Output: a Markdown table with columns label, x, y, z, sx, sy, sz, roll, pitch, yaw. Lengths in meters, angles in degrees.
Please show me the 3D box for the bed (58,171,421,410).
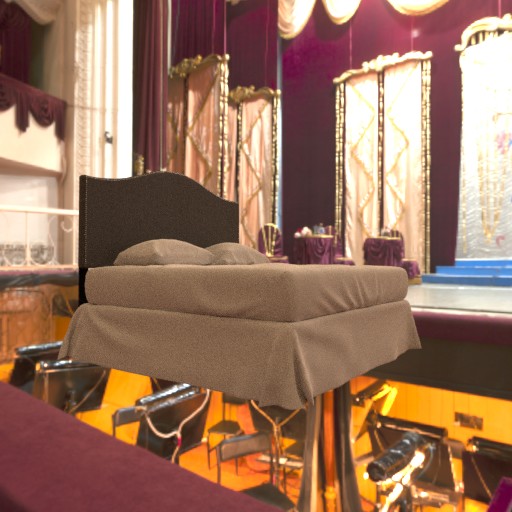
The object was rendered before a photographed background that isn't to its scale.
| label | x | y | z | sx | sy | sz | roll | pitch | yaw |
| --- | --- | --- | --- | --- | --- | --- | --- | --- | --- |
| bed | 0.000 | 0.000 | 3.751 | 2.219 | 1.651 | 2.314 | -1 | -1 | 37 |
